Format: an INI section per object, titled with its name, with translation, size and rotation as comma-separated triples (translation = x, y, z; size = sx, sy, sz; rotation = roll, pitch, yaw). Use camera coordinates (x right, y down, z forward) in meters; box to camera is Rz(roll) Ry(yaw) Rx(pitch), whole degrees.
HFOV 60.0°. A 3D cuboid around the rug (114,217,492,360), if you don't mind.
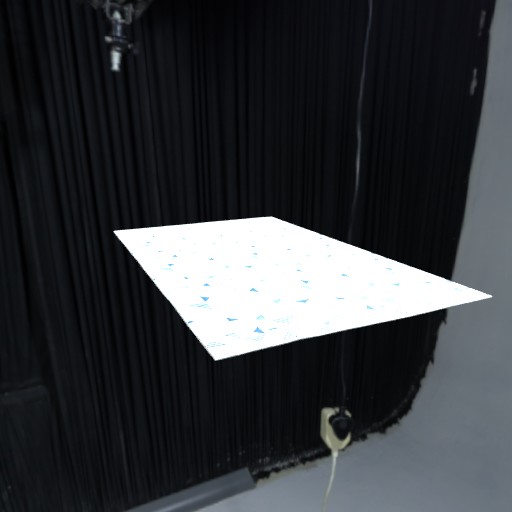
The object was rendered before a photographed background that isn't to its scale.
[rug]
translation = 0.000, 0.000, 3.020
size = 1.512, 0.009, 2.457
rotation = -7, 17, -25
